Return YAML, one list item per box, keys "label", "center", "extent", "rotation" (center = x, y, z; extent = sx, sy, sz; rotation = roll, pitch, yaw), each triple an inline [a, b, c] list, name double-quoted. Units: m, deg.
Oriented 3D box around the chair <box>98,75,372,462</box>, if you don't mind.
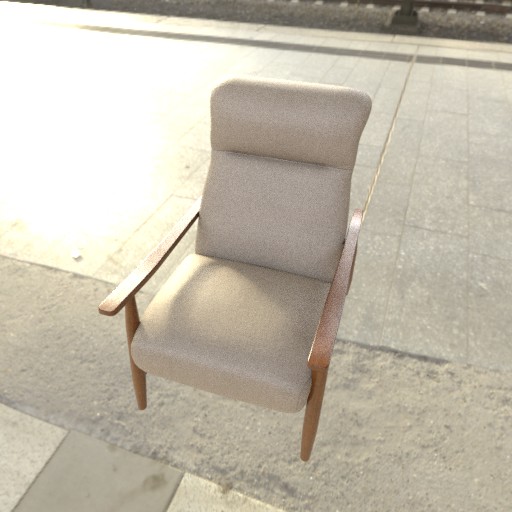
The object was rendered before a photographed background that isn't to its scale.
- label: "chair"
  center: [0.000, 0.000, 1.781]
  extent: [0.762, 1.082, 1.032]
  rotation: [12, 41, 14]
